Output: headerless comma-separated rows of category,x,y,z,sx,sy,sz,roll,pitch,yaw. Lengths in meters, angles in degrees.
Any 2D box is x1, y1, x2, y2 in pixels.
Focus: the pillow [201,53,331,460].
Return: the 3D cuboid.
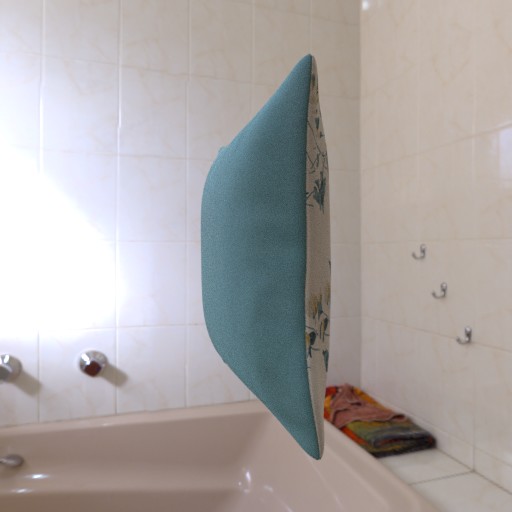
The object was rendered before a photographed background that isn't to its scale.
pillow,0.000,0.000,0.797,0.166,0.507,0.526,0,0,-16
